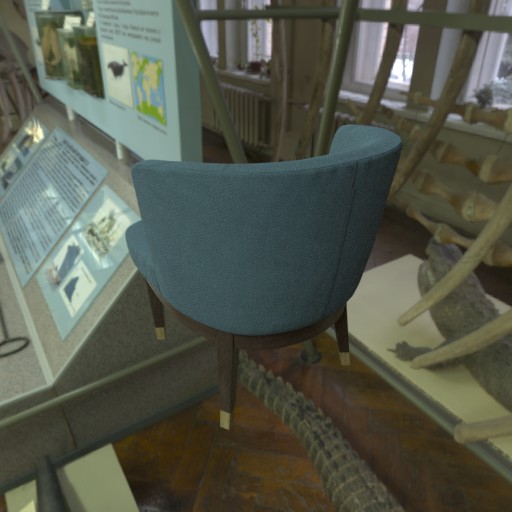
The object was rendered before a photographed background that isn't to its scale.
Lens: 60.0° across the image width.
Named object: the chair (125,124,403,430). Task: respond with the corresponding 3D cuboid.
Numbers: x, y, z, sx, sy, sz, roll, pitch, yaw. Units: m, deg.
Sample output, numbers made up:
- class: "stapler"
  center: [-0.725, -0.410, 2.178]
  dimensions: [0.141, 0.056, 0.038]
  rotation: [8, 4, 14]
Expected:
- class: "chair"
  center: [0.000, 0.000, 1.291]
  dimensions: [0.661, 0.760, 0.702]
  rotation: [-18, 34, -29]
